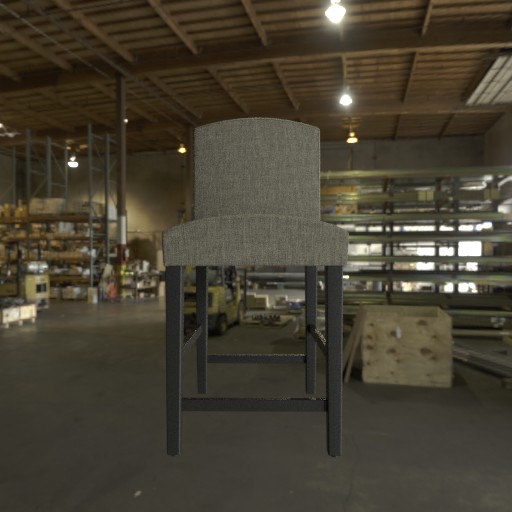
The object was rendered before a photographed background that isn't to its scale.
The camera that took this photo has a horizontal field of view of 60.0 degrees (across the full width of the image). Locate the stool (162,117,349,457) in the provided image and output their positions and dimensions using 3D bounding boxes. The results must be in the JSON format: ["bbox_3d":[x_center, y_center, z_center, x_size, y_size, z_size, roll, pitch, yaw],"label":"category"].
[{"bbox_3d":[0.000,0.000,1.315,0.451,0.966,0.552,0,0,1],"label":"stool"}]
